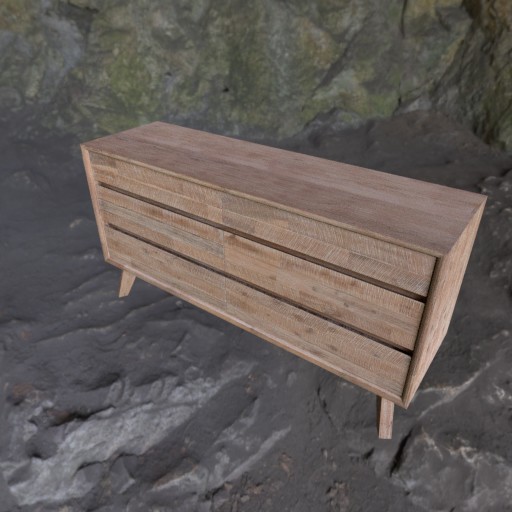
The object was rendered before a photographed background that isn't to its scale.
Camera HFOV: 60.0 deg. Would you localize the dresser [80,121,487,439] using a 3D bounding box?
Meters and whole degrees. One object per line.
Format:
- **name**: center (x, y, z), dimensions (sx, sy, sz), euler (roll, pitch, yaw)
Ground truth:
- **dresser**: center (0.000, 0.000, 1.902), dimensions (1.554, 0.805, 0.455), euler (21, 38, 30)
